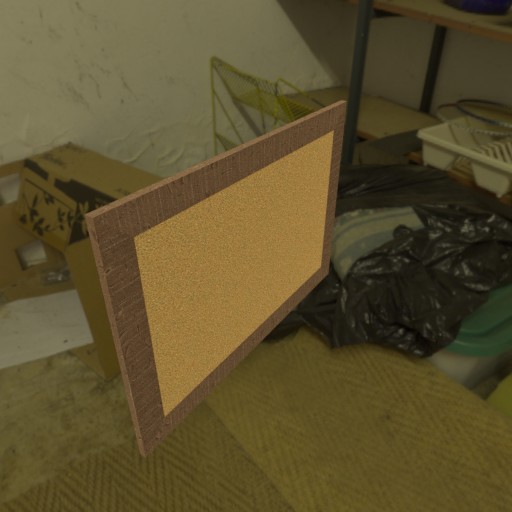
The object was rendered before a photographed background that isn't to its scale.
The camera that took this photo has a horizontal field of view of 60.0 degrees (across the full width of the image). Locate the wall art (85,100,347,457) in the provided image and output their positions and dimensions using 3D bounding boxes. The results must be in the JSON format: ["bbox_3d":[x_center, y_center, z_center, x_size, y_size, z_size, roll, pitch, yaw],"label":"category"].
[{"bbox_3d":[0.000,0.000,1.182,0.019,0.626,0.917,21,38,29],"label":"wall art"}]
